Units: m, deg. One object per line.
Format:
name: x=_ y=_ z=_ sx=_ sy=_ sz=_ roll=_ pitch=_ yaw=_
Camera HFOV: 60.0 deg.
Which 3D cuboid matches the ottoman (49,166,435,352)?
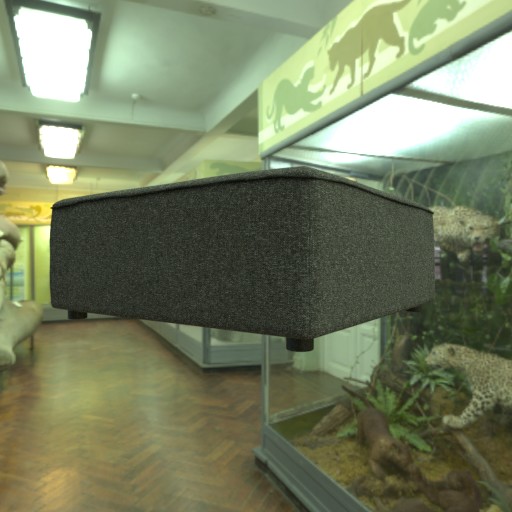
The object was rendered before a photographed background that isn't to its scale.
ottoman: x=0.000 y=0.000 z=1.600 sx=1.017 sy=0.423 sz=1.021 roll=0 pitch=0 yaw=36
